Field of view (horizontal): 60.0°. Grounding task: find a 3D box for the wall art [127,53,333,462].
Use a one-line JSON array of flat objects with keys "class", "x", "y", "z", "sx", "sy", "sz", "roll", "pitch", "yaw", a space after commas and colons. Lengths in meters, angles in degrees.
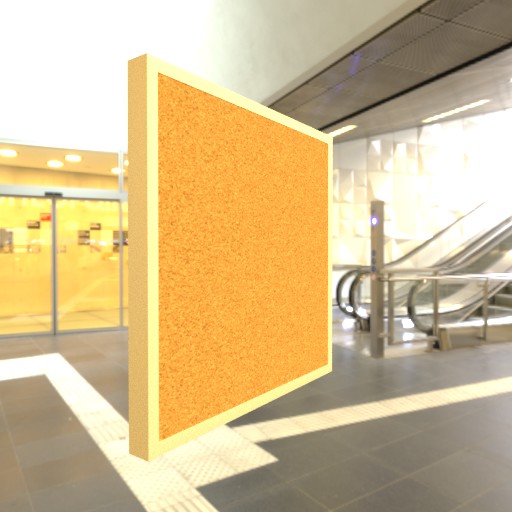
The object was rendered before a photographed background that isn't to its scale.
[{"class": "wall art", "x": 0.000, "y": 0.000, "z": 0.763, "sx": 0.038, "sy": 0.505, "sz": 0.506, "roll": 1, "pitch": 1, "yaw": 36}]
